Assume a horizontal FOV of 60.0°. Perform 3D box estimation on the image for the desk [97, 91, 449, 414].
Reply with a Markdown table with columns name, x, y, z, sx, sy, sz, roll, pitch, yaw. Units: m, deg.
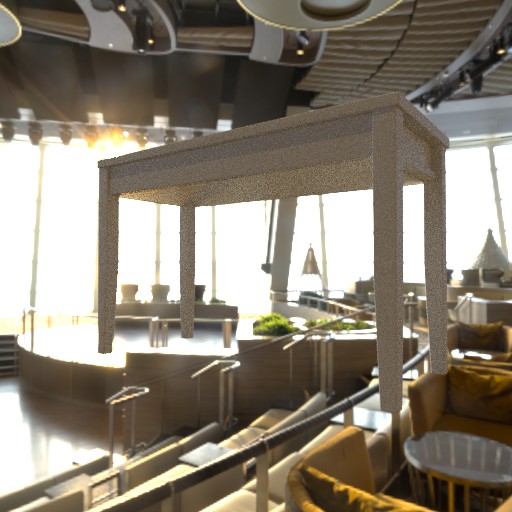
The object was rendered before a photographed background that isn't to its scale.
| name | x | y | z | sx | sy | sz | roll | pitch | yaw |
| --- | --- | --- | --- | --- | --- | --- | --- | --- | --- |
| desk | 0.000 | 0.000 | 1.620 | 1.220 | 0.775 | 0.508 | -1 | -1 | 36 |
